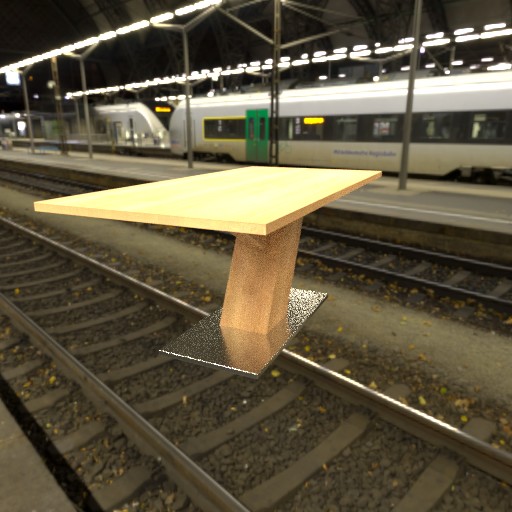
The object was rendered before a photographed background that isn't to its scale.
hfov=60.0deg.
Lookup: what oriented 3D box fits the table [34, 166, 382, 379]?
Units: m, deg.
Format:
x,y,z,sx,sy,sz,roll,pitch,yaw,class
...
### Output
x,y,z,sx,sy,sz,roll,pitch,yaw,class
0.000,0.000,2.276,0.900,0.750,1.800,7,17,24,table
